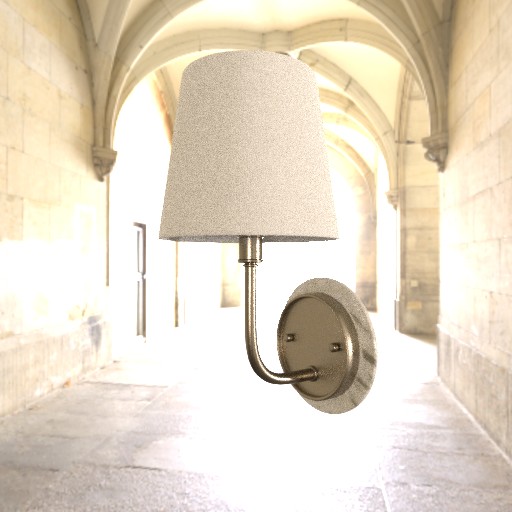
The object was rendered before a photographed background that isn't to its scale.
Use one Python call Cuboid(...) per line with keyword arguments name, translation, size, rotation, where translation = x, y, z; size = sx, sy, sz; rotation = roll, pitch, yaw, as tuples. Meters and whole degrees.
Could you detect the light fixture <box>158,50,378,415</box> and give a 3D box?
Cuboid(name="light fixture", translation=(0.000, 0.000, 0.429), size=(0.188, 0.337, 0.168), rotation=(0, -1, -36))
